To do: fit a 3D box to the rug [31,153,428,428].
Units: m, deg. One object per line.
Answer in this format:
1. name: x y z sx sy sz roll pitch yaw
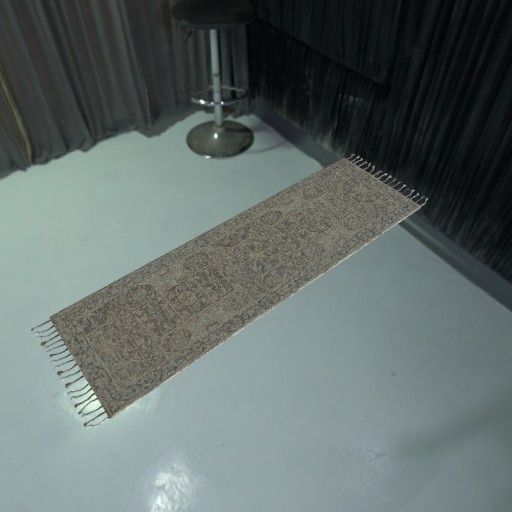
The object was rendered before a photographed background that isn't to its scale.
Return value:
1. rug: 0.000 0.000 2.861 2.664 0.011 0.762 -31 55 -25
